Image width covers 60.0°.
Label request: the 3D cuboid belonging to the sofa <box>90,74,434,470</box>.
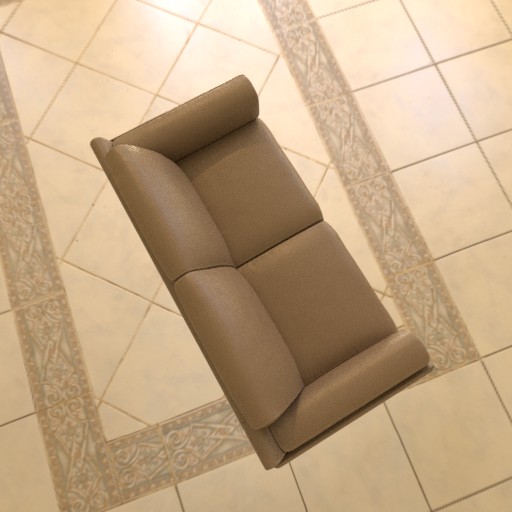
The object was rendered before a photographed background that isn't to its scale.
[{"bbox_3d":[0.000,0.000,2.638,1.049,0.930,2.101,-29,78,-7],"label":"sofa"}]
